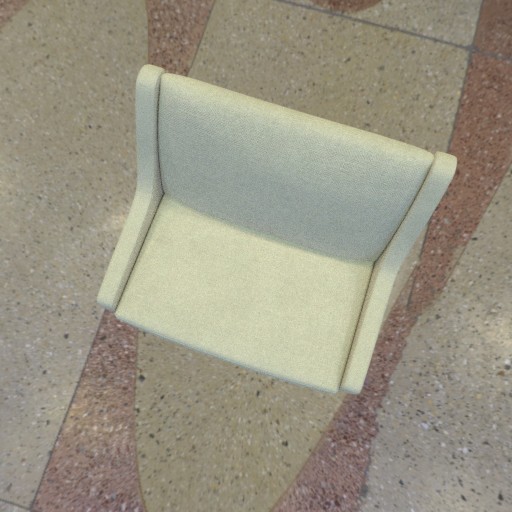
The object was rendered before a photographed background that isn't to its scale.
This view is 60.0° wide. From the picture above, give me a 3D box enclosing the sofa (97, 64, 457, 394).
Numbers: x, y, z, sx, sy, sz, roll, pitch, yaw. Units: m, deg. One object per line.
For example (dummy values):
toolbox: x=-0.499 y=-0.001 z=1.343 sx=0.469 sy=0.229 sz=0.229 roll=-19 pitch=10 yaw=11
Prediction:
sofa: x=0.000 y=0.000 z=1.964 sx=1.212 sy=0.976 sz=0.946 roll=18 pitch=77 yaw=4
